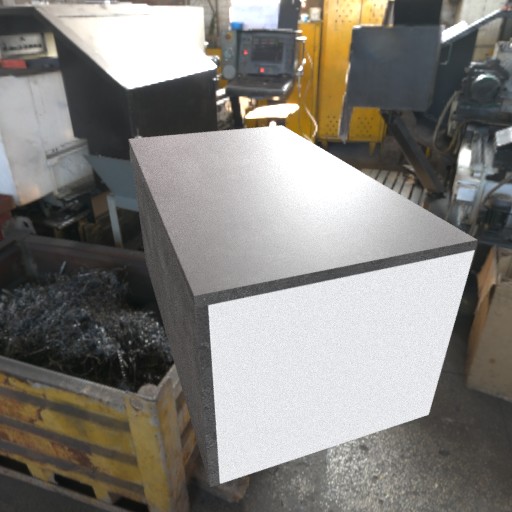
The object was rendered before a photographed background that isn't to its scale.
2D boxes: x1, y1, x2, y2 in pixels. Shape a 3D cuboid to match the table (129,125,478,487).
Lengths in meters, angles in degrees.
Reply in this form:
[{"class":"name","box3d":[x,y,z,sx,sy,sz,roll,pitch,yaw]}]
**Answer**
[{"class":"table","box3d":[0.000,0.000,0.926,0.400,0.350,0.700,-10,31,-17]}]
